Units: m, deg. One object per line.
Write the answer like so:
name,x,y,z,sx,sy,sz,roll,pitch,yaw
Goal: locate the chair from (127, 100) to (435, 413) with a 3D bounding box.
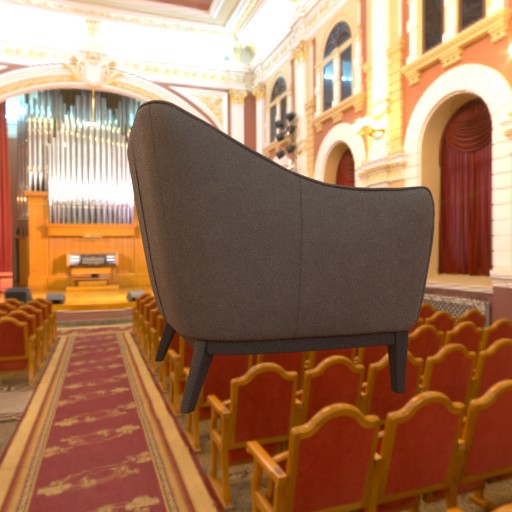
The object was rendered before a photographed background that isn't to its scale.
chair,0.000,0.000,1.563,0.852,0.830,0.871,0,1,-19
